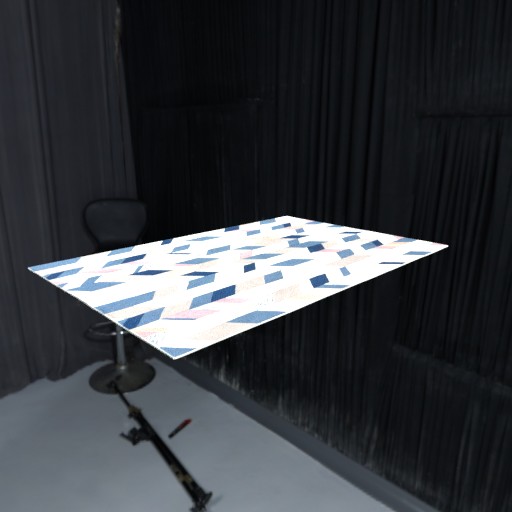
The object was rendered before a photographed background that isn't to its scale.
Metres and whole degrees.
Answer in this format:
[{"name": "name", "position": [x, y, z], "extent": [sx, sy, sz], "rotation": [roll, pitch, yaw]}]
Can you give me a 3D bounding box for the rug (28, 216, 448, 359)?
[{"name": "rug", "position": [0.000, 0.000, 2.265], "extent": [1.813, 0.006, 1.202], "rotation": [-15, 22, -42]}]
